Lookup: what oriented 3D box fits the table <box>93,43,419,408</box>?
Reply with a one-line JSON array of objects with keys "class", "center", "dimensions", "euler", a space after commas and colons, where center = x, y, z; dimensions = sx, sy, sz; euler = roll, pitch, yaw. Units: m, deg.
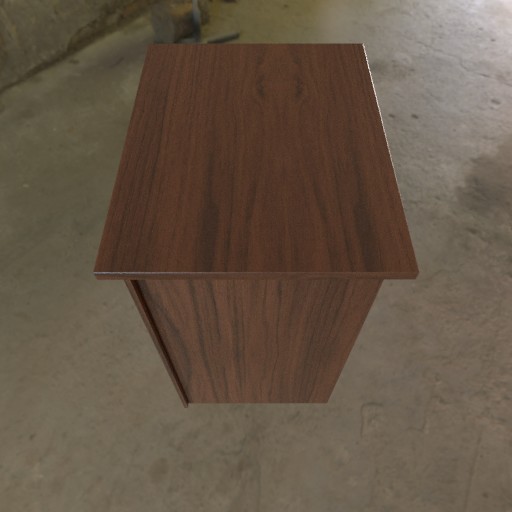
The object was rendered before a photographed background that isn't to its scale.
[{"class": "table", "center": [0.000, 0.000, 0.914], "dimensions": [0.381, 0.636, 0.480], "euler": [0, 56, 0]}]
